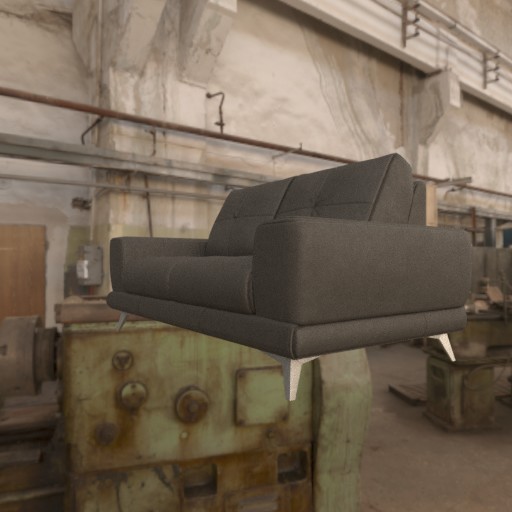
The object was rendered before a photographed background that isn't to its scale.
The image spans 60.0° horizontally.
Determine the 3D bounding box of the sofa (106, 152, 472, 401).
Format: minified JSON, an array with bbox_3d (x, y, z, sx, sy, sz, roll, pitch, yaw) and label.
[{"bbox_3d":[0.000,0.000,2.297,1.018,0.907,1.806,0,0,-36],"label":"sofa"}]
